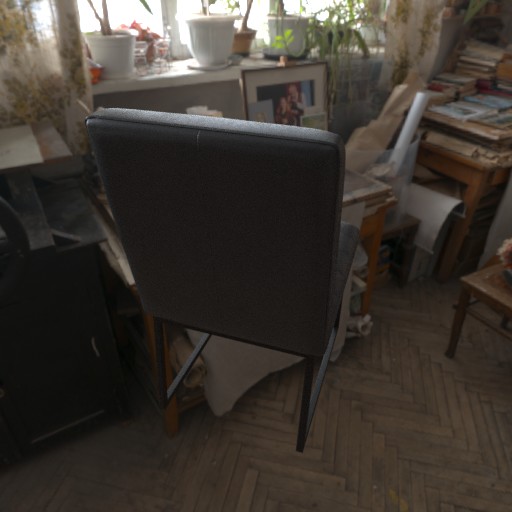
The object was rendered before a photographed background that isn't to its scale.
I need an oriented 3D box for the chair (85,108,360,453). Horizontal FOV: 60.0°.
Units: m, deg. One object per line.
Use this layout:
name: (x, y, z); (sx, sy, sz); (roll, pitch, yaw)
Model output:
chair: (0.000, 0.000, 1.279); (0.520, 0.930, 0.634); (11, 35, 16)
